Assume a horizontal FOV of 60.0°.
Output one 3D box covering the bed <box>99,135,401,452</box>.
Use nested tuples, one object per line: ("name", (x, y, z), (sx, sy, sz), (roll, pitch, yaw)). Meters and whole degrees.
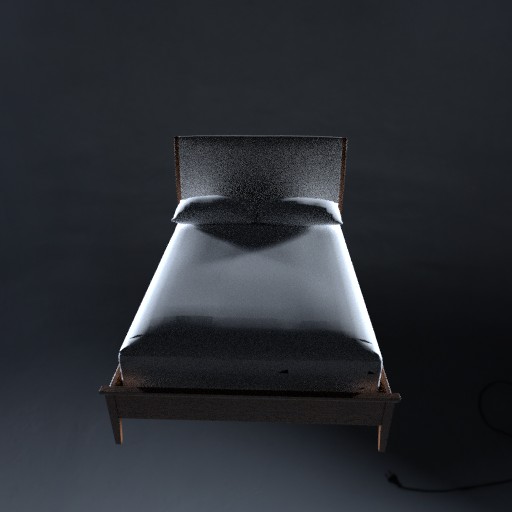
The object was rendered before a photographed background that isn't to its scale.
("bed", (0.000, 0.000, 3.314), (1.612, 1.250, 2.380), (1, 28, 2))
